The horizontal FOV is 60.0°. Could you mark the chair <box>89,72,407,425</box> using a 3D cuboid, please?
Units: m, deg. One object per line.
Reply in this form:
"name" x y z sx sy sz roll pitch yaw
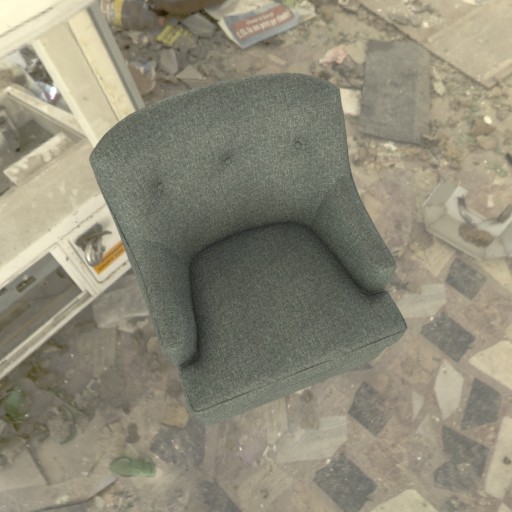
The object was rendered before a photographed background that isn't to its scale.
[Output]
"chair" 0.000 0.000 1.620 0.864 0.856 0.923 -19 63 -10
